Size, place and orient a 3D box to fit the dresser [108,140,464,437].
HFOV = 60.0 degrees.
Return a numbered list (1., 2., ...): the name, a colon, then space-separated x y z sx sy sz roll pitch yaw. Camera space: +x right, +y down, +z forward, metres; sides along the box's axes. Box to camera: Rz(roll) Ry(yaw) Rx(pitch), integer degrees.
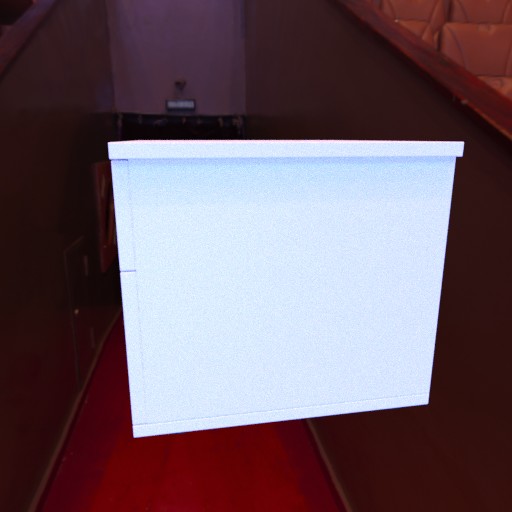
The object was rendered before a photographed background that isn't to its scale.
1. dresser: 0.000 0.000 0.716 0.400 0.360 0.430 -3 15 -10
